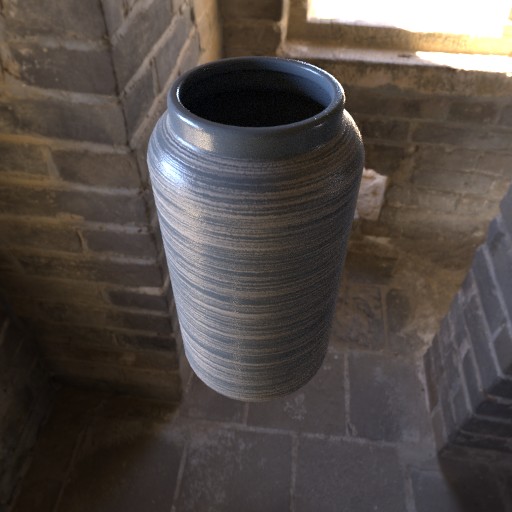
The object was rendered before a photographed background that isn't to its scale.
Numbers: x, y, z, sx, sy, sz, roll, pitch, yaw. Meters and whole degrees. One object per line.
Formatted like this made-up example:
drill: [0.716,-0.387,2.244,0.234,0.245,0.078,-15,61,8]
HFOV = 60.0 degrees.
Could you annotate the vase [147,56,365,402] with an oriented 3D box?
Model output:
vase: [0.000,0.000,0.297,0.116,0.230,0.116,0,45,0]
